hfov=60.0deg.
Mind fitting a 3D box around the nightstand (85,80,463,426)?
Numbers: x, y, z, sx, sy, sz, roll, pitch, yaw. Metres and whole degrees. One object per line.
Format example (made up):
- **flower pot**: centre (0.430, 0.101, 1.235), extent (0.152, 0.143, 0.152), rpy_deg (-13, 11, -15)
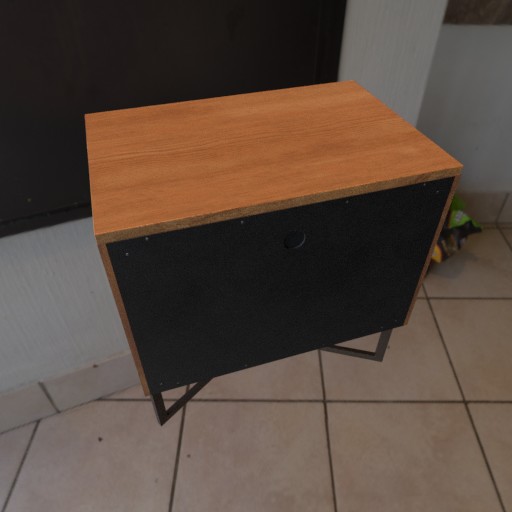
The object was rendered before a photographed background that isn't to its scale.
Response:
- **nightstand**: centre (0.000, 0.000, 1.047), extent (0.613, 0.615, 0.427), rpy_deg (-12, 44, -13)
